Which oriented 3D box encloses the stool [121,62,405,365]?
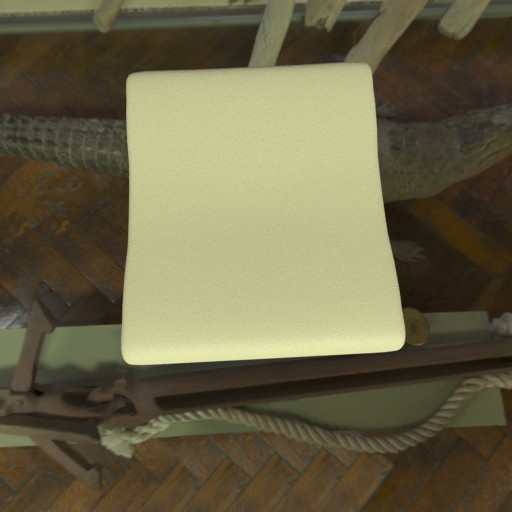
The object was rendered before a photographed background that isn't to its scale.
[{"bbox_3d":[0.000,0.000,1.024,0.401,0.762,0.471,-3,76,-1],"label":"stool"}]
